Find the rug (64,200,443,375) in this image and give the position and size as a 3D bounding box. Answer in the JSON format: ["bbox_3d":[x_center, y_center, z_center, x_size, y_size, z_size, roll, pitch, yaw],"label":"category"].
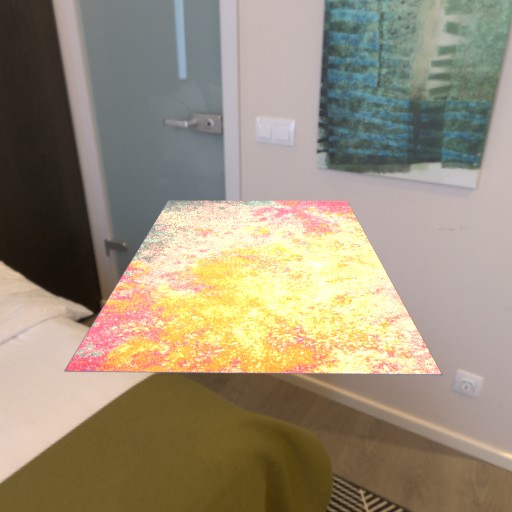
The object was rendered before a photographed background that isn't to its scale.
[{"bbox_3d":[0.000,0.000,3.645,2.007,0.013,2.896,0,25,1],"label":"rug"}]
